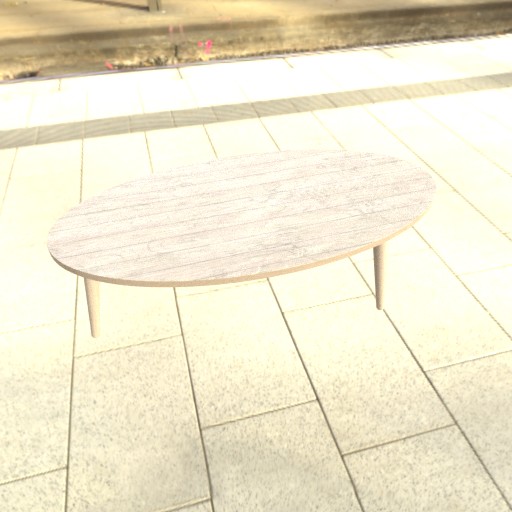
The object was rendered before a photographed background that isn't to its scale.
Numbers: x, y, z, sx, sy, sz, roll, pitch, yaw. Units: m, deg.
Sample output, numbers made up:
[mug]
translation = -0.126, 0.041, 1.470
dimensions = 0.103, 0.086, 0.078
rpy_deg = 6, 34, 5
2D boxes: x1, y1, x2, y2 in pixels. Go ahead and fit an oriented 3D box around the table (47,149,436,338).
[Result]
[table]
translation = 0.000, 0.000, 1.344
dimensions = 1.083, 0.390, 0.542
rpy_deg = -12, 43, -13
